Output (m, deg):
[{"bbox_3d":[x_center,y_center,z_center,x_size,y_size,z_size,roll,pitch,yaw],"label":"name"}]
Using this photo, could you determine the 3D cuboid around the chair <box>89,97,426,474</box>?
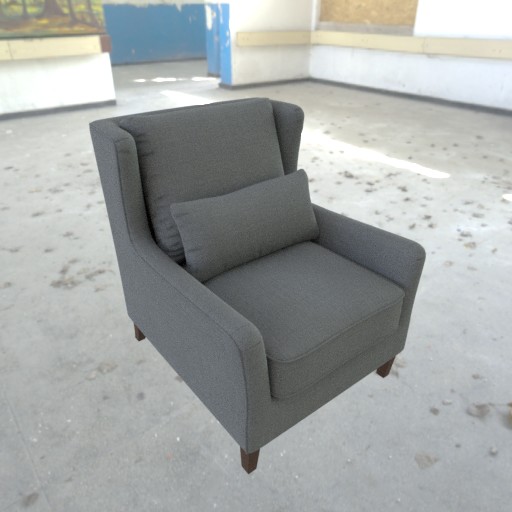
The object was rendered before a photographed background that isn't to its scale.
[{"bbox_3d":[0.000,0.000,1.769,0.866,1.056,1.040,-21,36,-32],"label":"chair"}]
